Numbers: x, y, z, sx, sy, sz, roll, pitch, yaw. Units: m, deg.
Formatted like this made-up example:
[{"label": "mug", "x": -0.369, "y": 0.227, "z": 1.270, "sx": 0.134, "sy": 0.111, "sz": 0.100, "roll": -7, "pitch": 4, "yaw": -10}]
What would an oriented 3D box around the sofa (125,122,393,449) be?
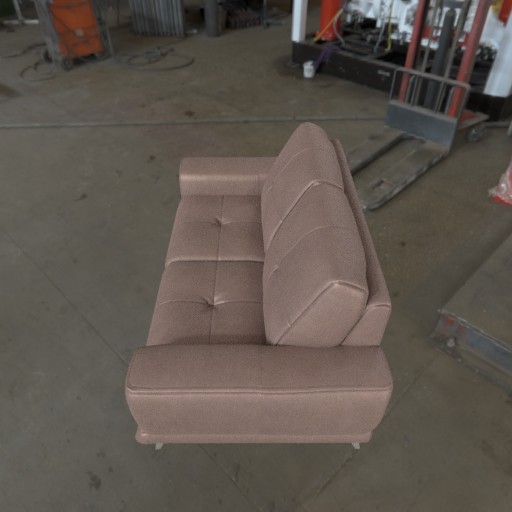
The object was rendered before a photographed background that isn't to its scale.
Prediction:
[{"label": "sofa", "x": 0.000, "y": 0.000, "z": 2.335, "sx": 1.018, "sy": 0.907, "sz": 1.806, "roll": 0, "pitch": 41, "yaw": 0}]
